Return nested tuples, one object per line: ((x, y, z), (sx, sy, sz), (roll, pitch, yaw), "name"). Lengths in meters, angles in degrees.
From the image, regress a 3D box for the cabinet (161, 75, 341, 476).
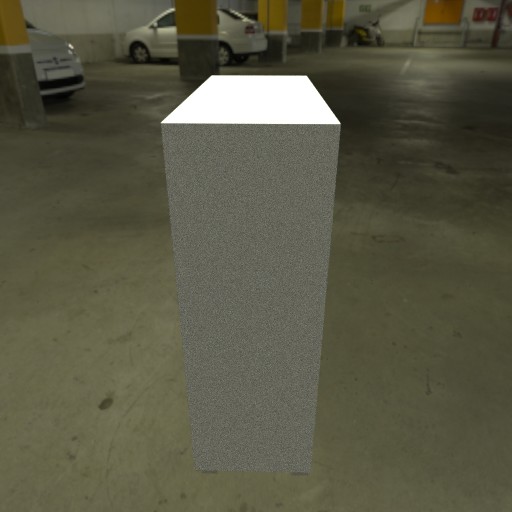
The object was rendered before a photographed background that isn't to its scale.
((0.000, 0.000, 1.702), (0.400, 1.190, 1.000), (1, 28, 1), "cabinet")
